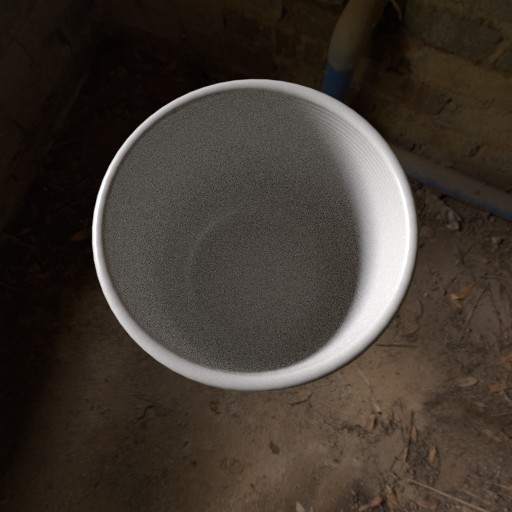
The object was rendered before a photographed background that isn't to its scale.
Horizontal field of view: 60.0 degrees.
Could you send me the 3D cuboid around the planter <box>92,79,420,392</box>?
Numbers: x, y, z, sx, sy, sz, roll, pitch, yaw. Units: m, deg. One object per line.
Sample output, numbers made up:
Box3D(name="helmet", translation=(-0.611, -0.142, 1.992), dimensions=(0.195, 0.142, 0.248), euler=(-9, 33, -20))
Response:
Box3D(name="planter", translation=(0.000, 0.000, 0.220), dimensions=(0.124, 0.109, 0.124), euler=(0, 76, 0))
